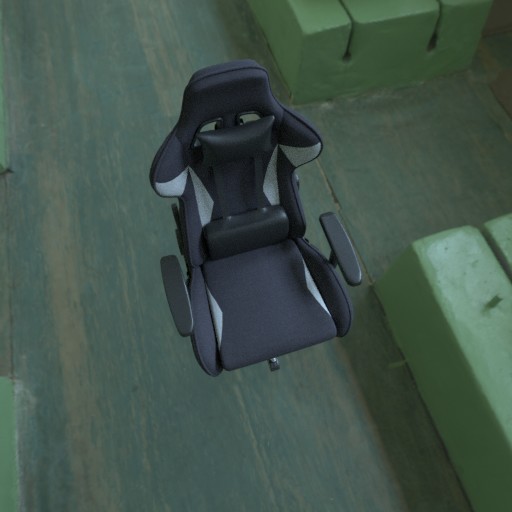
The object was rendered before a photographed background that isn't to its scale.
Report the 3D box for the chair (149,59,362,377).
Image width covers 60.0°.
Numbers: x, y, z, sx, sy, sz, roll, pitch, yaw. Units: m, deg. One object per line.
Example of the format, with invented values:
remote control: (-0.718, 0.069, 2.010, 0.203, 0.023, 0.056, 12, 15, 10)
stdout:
chair: (0.000, 0.000, 1.717, 0.730, 1.300, 0.695, -16, 64, -8)
